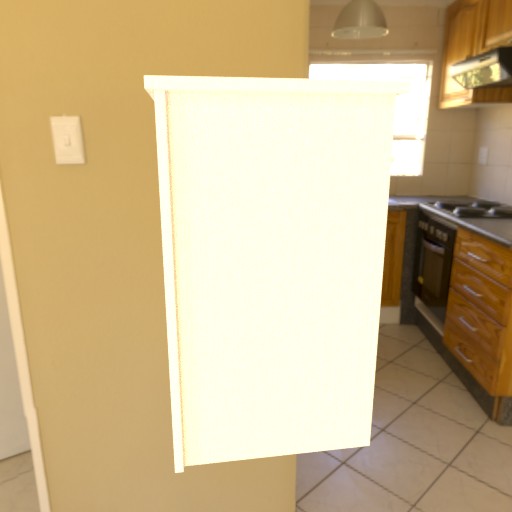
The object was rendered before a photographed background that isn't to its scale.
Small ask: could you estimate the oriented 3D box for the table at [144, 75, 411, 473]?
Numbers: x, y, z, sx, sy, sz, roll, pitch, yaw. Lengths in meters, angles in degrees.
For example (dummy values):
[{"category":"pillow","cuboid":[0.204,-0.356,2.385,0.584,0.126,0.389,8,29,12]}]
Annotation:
[{"category":"table","cuboid":[0.000,0.000,0.924,0.381,0.635,0.480,-2,15,-9]}]
